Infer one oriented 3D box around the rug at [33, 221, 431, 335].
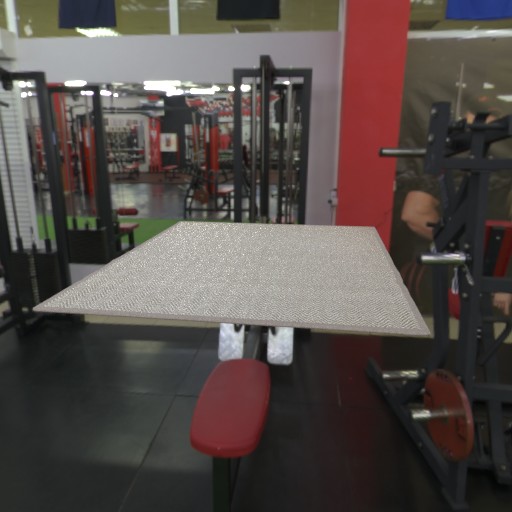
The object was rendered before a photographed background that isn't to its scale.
[{"bbox_3d":[0.000,0.000,4.073,2.434,0.032,3.007,2,15,8],"label":"rug"}]
